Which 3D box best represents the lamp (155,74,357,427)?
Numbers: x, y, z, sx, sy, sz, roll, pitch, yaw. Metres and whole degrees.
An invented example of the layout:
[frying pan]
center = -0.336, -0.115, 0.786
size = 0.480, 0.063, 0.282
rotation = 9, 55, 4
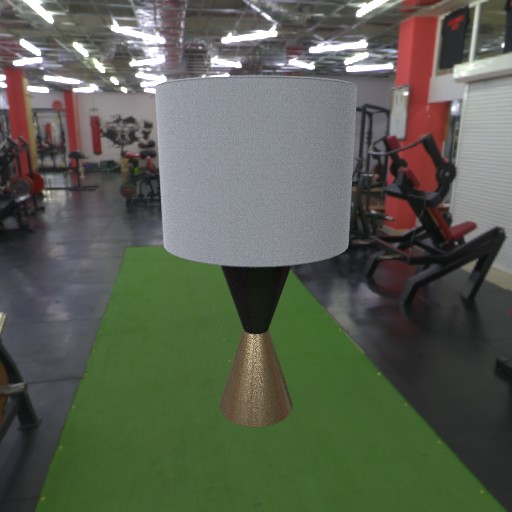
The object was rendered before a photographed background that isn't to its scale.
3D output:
[lamp]
center = 0.000, 0.000, 0.751
size = 0.304, 0.573, 0.304
rotation = -2, 16, -8
